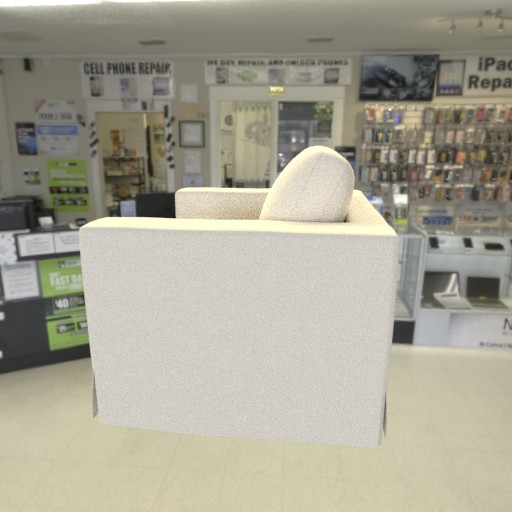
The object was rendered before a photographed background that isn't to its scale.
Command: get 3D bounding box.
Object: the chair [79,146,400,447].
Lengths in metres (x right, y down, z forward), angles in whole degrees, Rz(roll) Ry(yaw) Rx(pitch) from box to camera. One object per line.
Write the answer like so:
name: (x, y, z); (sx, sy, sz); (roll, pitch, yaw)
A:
chair: (0.000, 0.000, 1.827); (0.957, 0.878, 1.150); (2, 15, 7)
